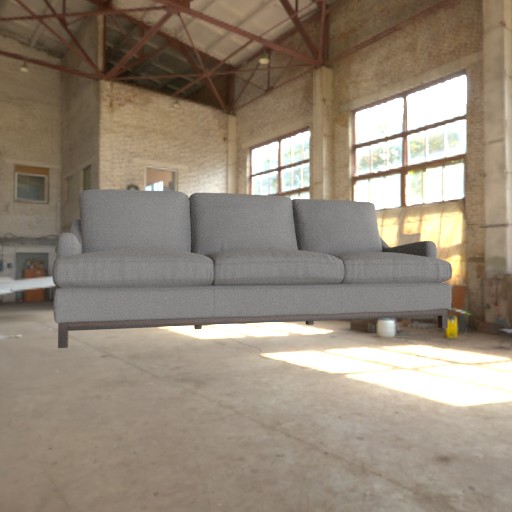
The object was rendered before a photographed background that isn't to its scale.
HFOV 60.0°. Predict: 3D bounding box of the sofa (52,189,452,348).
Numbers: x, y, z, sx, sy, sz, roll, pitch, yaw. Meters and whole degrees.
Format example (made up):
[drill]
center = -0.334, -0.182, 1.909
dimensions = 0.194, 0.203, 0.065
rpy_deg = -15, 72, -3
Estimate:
[sofa]
center = 0.000, 0.000, 2.911
dimensions = 2.344, 0.926, 0.987
rpy_deg = 0, -2, -18
